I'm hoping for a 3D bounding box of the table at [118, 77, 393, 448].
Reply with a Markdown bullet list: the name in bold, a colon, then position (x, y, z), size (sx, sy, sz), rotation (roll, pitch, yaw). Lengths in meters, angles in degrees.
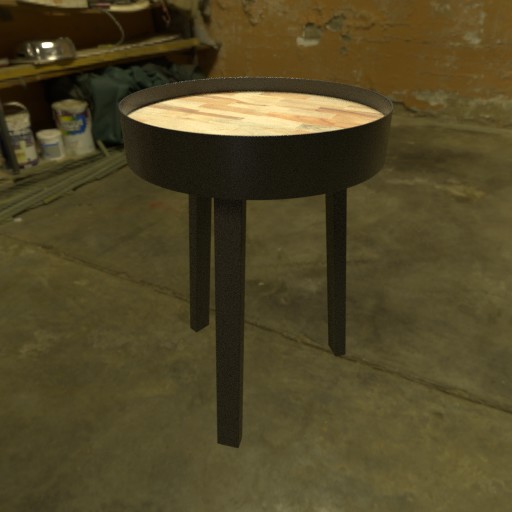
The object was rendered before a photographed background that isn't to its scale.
- **table**: position (0.000, 0.000, 0.820), size (0.406, 0.559, 0.406), rotation (0, 31, 0)
